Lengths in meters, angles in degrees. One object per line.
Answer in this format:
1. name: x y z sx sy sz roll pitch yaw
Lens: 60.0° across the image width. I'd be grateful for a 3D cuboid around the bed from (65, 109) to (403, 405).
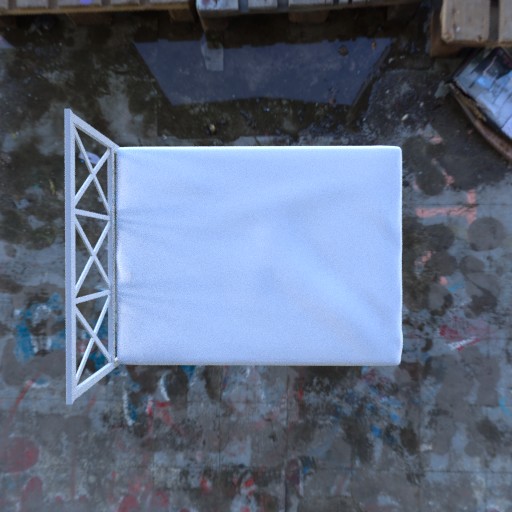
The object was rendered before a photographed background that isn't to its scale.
1. bed: 0.000 0.000 3.113 2.135 1.253 1.673 0 91 1
